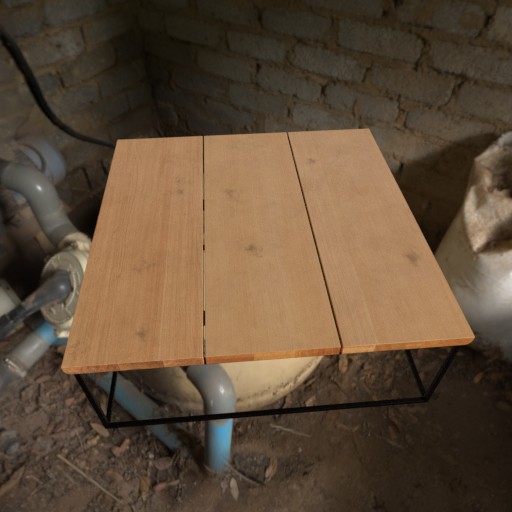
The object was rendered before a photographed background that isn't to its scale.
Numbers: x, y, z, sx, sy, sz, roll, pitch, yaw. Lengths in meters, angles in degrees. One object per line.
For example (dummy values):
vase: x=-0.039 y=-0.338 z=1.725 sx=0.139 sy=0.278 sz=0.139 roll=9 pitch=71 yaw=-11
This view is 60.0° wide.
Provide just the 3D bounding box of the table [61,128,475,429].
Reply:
table: x=0.000 y=0.000 z=1.696 sx=1.100 sy=0.400 sz=1.100 roll=-4 pitch=46 yaw=-3
